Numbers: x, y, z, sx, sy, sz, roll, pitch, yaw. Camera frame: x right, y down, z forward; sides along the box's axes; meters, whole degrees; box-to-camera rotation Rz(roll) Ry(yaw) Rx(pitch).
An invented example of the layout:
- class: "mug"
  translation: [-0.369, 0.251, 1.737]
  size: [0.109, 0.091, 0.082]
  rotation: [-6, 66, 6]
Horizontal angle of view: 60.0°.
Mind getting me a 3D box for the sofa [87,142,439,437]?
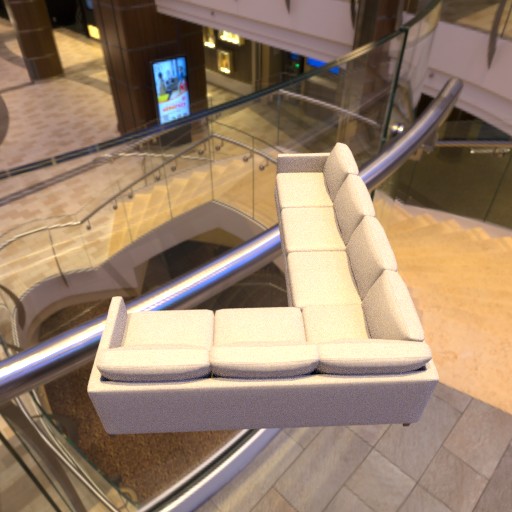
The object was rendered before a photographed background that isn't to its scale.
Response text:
- class: "sofa"
  translation: [0.000, 0.000, 4.470]
  size: [2.522, 0.934, 3.333]
  rotation: [-1, 41, -2]
